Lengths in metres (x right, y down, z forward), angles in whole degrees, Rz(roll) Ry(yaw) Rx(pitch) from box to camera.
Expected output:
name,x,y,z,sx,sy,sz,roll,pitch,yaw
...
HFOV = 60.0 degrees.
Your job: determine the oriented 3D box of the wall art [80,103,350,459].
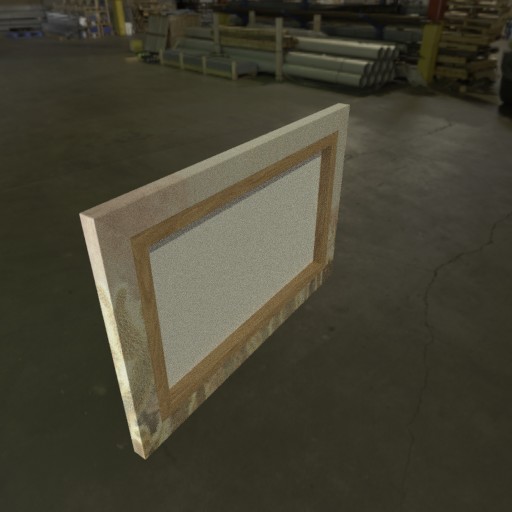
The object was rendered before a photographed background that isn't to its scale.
name,x,y,z,sx,sy,sz,roll,pitch,yaw
wall art,0.000,0.000,1.169,0.040,0.608,0.916,20,37,29
